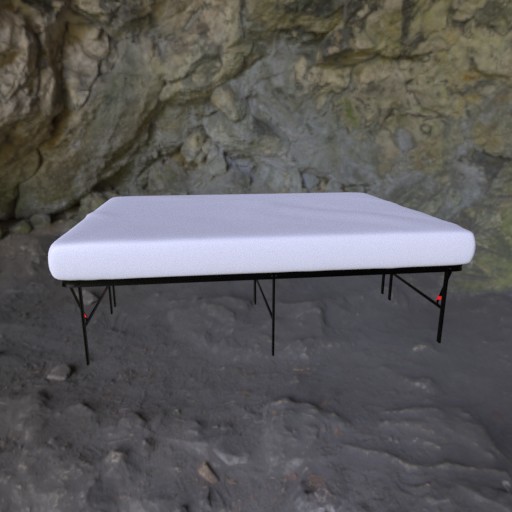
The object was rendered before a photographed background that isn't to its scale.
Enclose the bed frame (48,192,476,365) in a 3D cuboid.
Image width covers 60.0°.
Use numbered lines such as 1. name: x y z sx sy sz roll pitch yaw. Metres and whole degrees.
1. bed frame: 0.000 0.000 2.926 2.151 0.667 1.584 -2 16 -7
